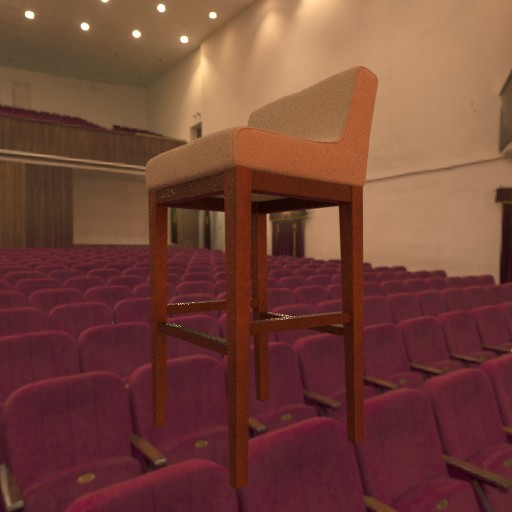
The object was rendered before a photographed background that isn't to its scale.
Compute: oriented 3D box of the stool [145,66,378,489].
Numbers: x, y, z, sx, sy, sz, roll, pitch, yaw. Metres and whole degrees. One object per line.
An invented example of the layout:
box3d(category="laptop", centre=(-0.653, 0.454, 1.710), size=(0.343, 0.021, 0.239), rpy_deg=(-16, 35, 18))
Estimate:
box3d(category="stool", centre=(0.000, 0.000, 1.295), size=(0.500, 1.037, 0.511), rpy_deg=(0, 1, -36))
